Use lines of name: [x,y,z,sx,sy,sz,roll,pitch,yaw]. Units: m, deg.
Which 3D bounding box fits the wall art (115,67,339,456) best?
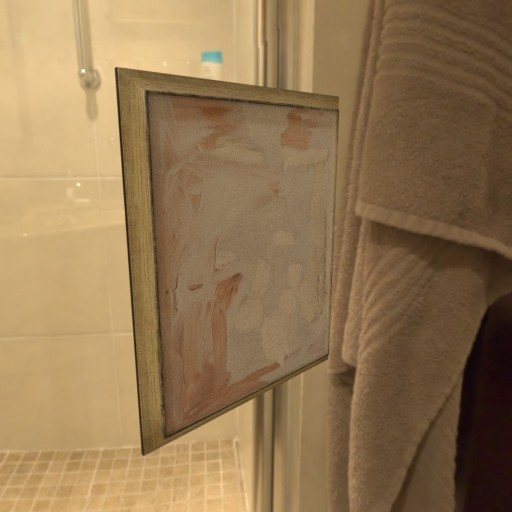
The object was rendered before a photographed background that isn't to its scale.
wall art: [0.000,0.000,0.628,0.381,0.457,0.023,-13,19,-42]
